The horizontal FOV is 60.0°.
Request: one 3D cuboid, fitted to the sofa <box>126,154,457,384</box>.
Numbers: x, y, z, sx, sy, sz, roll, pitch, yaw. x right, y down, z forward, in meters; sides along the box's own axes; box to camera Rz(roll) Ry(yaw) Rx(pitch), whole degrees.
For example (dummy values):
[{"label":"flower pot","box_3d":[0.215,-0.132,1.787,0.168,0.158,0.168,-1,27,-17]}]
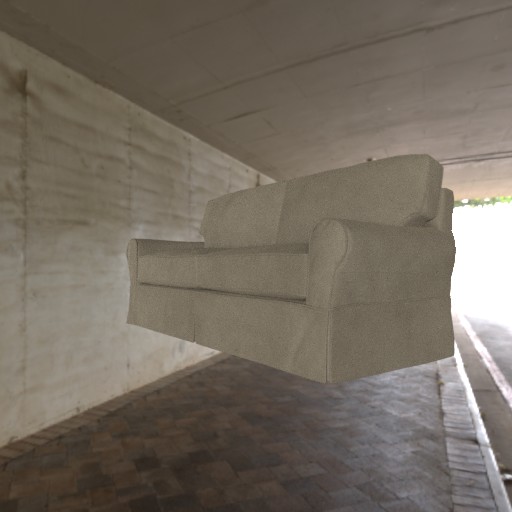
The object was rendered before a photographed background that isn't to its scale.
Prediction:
[{"label":"sofa","box_3d":[0.000,0.000,2.770,0.900,1.014,2.246,0,-1,-37]}]
